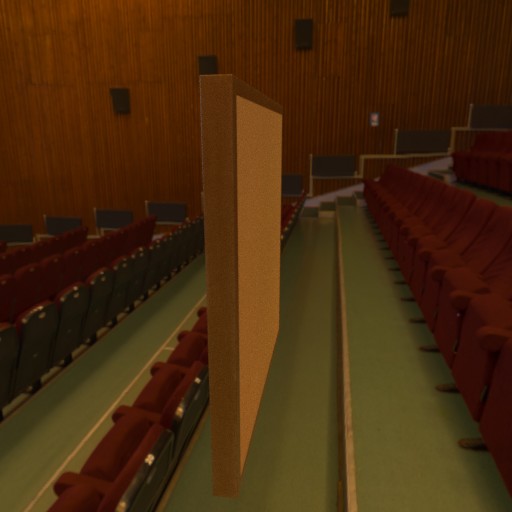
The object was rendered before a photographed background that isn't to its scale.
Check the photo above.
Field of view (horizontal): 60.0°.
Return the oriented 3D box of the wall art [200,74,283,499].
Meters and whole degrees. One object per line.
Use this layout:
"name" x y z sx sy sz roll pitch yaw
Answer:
"wall art" 0.000 0.000 0.748 0.033 0.509 0.510 2 15 9
